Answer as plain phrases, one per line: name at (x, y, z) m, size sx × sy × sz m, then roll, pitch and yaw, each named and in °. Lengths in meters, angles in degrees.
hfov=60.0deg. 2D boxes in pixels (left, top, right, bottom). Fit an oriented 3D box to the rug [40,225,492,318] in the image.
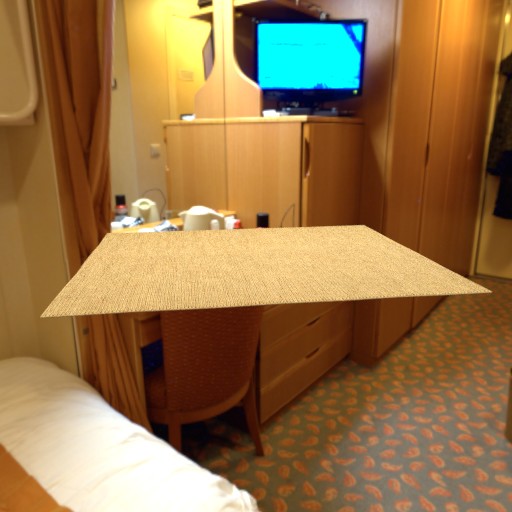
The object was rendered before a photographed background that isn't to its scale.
rug at (0.000, 0.000, 4.073) m, size 3.034 × 0.012 × 2.406 m, roll -2°, pitch 16°, yaw -8°
